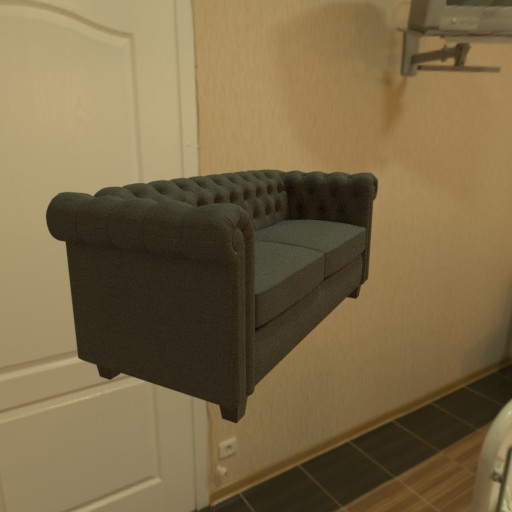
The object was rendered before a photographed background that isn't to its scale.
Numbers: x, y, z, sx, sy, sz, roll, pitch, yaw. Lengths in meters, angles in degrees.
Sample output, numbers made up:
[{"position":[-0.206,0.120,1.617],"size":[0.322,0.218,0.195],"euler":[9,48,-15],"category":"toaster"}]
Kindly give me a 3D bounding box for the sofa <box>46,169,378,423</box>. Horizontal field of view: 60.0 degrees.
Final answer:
[{"position":[0.000,0.000,2.267],"size":[0.783,0.797,1.798],"euler":[8,16,28],"category":"sofa"}]
